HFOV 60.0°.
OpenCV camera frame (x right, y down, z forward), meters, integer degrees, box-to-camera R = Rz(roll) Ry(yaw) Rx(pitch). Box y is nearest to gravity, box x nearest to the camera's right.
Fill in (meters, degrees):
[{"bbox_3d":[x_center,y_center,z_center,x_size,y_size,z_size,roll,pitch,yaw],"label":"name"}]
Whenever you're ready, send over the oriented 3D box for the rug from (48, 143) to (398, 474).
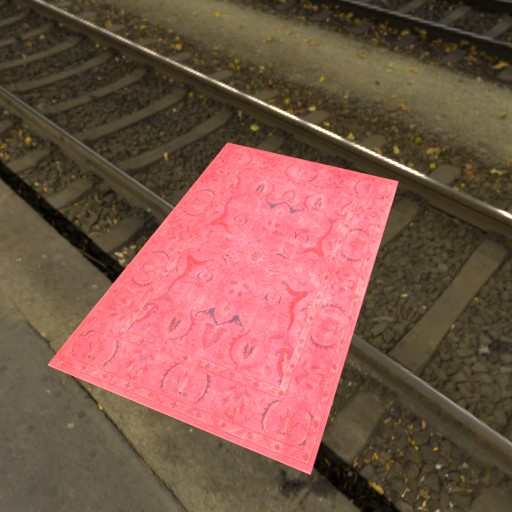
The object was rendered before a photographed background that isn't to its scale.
[{"bbox_3d":[0.000,0.000,3.052,1.534,0.010,2.423,16,49,15],"label":"rug"}]
